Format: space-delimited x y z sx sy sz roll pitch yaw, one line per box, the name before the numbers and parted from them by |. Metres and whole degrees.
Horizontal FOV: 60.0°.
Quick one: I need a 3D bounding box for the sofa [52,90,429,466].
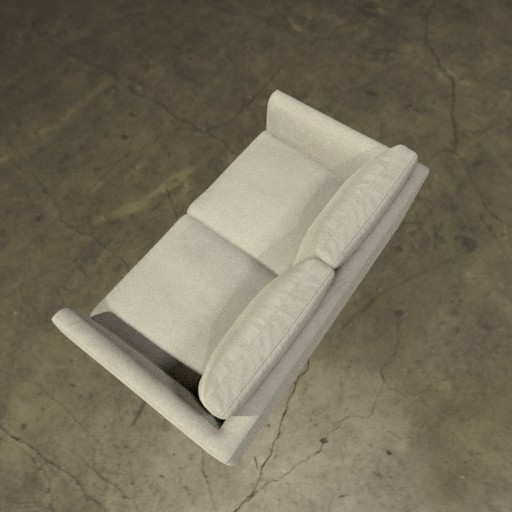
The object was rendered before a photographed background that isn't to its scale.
sofa | 0.000 0.000 2.521 1.091 0.839 1.905 33 68 15
